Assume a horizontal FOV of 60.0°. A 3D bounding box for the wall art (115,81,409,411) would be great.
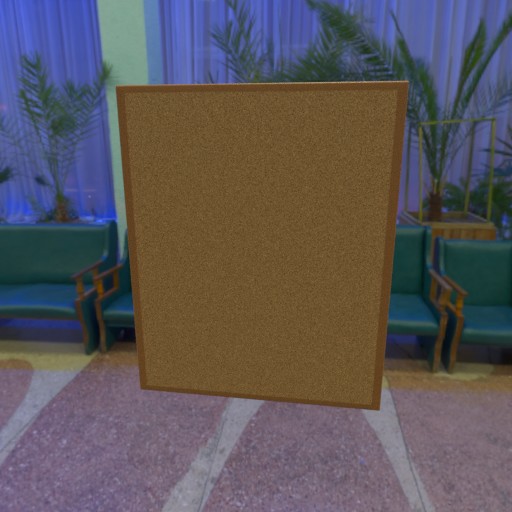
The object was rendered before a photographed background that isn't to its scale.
[{"bbox_3d":[0.000,0.000,0.761,0.452,0.553,0.022,2,16,8],"label":"wall art"}]
